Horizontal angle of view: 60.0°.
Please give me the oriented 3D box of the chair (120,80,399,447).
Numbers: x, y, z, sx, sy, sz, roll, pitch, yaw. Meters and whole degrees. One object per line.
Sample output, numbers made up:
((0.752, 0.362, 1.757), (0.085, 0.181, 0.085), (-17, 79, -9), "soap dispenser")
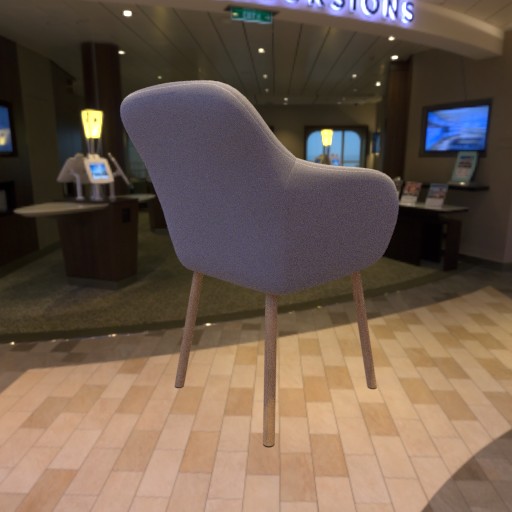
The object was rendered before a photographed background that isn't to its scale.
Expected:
((0.000, 0.000, 1.213), (0.590, 0.830, 0.570), (-12, 18, -42), "chair")
